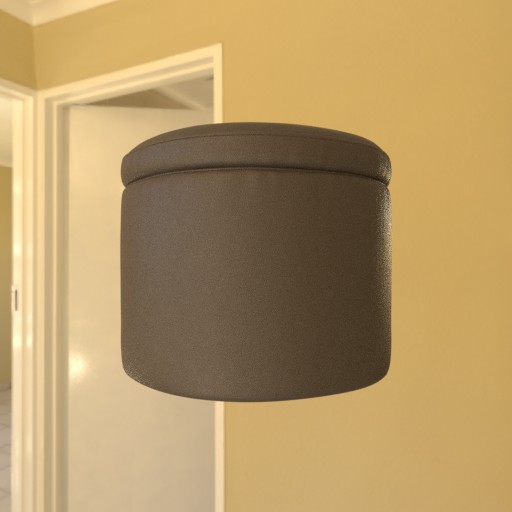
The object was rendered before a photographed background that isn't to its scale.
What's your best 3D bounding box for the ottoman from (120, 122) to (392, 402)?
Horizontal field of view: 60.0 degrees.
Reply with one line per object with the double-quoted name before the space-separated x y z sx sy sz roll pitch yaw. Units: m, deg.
"ottoman" 0.000 0.000 0.853 0.500 0.409 0.500 0 0 0
